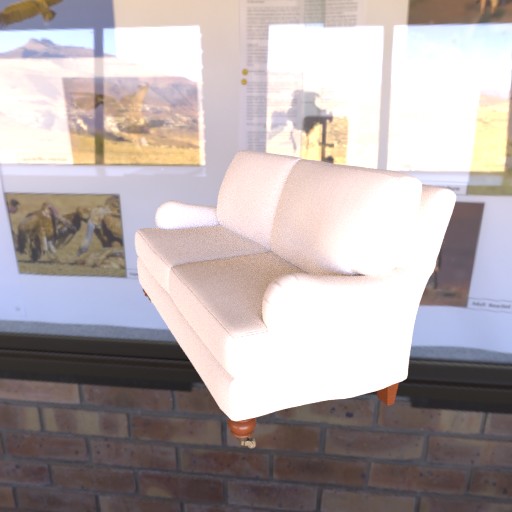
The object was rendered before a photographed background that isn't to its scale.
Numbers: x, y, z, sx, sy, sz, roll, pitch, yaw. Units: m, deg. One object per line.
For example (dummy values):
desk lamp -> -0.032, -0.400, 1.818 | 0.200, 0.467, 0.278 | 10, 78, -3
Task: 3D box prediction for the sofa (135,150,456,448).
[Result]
sofa -> 0.000, 0.000, 2.571 | 1.084, 1.101, 1.853 | -8, 19, -24
